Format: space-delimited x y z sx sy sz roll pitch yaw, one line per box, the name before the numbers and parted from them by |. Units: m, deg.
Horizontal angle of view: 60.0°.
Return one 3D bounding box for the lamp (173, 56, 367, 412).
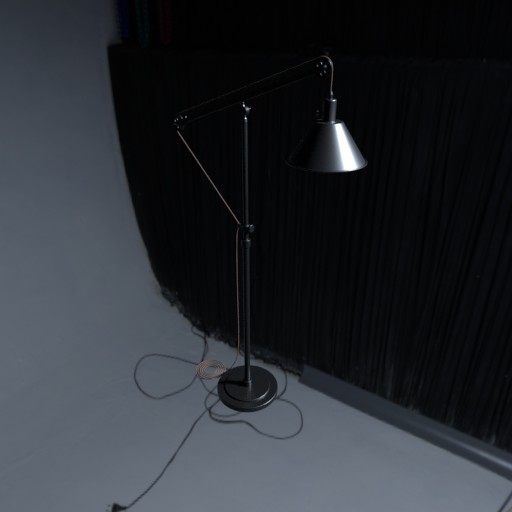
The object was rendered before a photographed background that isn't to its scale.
lamp | 0.000 0.000 1.957 0.904 1.626 0.319 18 32 32
